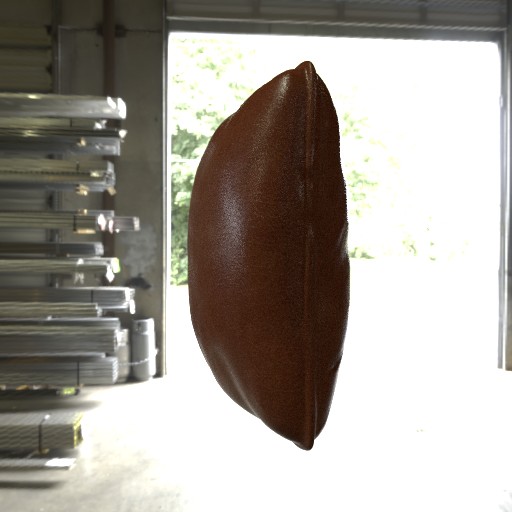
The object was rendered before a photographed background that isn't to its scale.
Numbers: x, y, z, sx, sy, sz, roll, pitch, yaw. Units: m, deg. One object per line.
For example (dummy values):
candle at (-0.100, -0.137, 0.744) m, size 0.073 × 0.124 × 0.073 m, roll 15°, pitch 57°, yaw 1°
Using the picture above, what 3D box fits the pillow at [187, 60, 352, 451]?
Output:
pillow at (0.000, 0.000, 0.813) m, size 0.236 × 0.523 × 0.532 m, roll 0°, pitch 1°, yaw -17°
